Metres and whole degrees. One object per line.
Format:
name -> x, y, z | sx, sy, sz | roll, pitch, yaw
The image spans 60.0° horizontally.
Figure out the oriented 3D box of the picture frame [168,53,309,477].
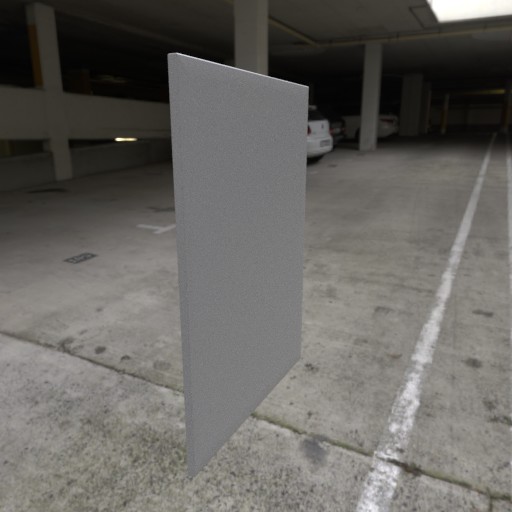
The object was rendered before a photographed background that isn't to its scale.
picture frame -> 0.000, 0.000, 0.699 | 0.012, 0.534, 0.381 | 8, 17, 27
